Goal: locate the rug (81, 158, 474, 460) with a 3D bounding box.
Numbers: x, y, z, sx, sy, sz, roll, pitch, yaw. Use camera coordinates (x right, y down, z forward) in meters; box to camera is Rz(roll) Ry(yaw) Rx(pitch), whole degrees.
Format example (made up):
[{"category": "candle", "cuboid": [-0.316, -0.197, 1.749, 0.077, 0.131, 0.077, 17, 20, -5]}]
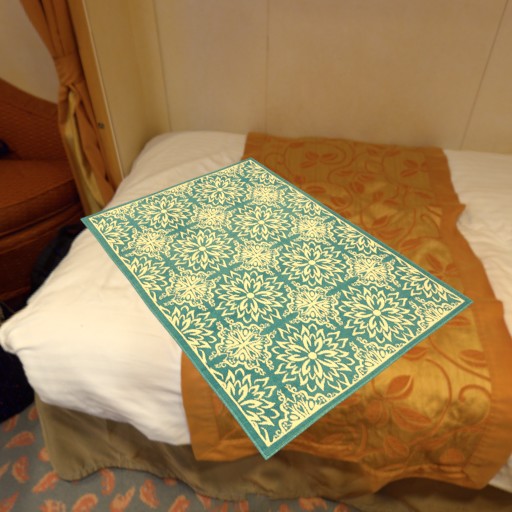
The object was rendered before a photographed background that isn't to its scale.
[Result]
[{"category": "rug", "cuboid": [0.000, 0.000, 2.924, 1.554, 0.012, 2.205, -26, 47, -27]}]
